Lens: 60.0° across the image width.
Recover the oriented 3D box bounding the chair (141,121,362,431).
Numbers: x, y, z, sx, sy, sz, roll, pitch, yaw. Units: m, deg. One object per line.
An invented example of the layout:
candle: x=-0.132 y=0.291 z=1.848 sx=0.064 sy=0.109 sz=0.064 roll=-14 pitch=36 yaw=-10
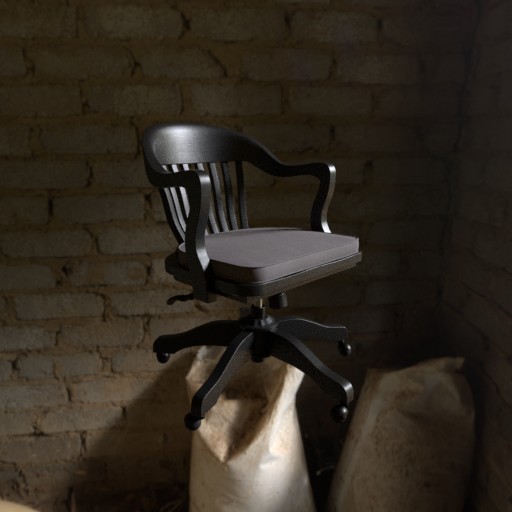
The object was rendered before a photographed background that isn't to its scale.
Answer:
chair: x=0.000 y=0.000 z=1.478 sx=0.750 sy=0.878 sz=0.788 roll=-14 pitch=20 yaw=-43
